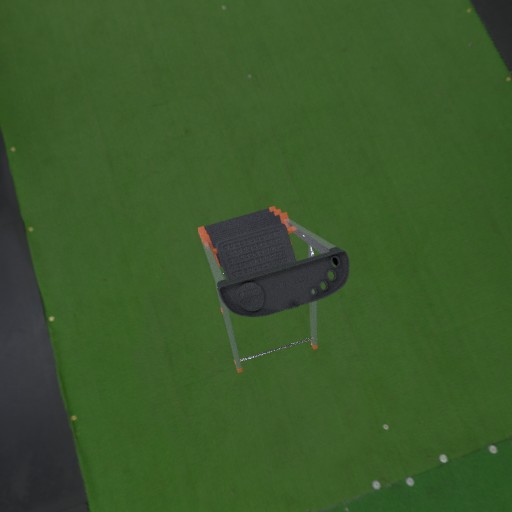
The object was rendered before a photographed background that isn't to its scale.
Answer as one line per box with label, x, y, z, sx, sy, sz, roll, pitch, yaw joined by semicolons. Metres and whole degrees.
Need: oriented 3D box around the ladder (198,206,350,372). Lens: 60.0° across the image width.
ladder;0.000;0.000;1.785;0.452;1.429;0.834;-16;77;-4
